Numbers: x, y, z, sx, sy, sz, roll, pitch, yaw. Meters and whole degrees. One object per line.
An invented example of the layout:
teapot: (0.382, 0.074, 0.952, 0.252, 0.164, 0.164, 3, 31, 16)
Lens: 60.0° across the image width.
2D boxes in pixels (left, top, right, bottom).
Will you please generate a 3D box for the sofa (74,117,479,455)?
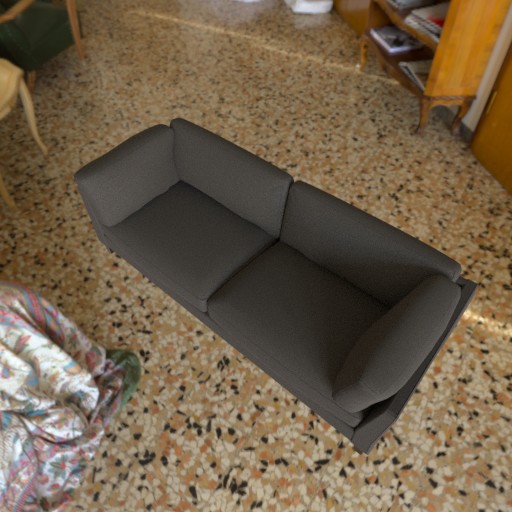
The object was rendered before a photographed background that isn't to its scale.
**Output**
sofa: (0.000, 0.000, 2.698, 2.312, 0.792, 0.969, 33, 56, 26)
